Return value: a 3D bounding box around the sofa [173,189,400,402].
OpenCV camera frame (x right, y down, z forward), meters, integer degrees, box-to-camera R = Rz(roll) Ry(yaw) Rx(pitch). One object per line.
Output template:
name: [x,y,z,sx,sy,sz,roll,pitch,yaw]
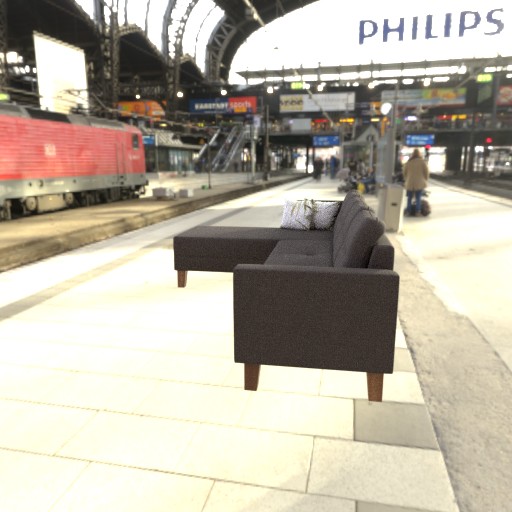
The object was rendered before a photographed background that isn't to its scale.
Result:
sofa: [0.000,0.000,3.551,1.829,0.932,2.679,2,12,10]
